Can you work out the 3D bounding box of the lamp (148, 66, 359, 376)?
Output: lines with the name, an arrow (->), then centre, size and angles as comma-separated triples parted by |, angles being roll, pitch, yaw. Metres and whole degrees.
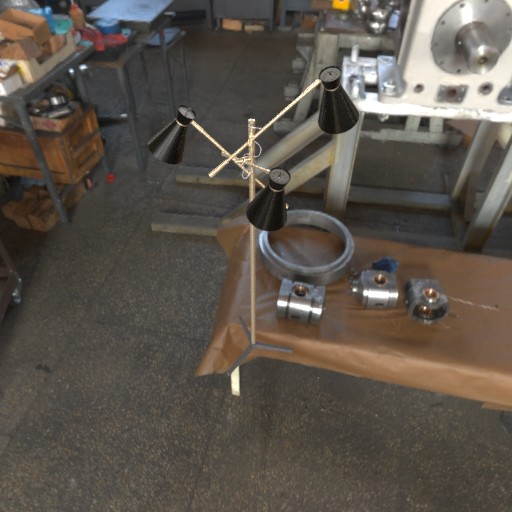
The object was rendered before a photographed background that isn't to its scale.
lamp -> 0.000, 0.000, 2.136 | 0.750, 1.804, 0.653 | -16, 47, -16
